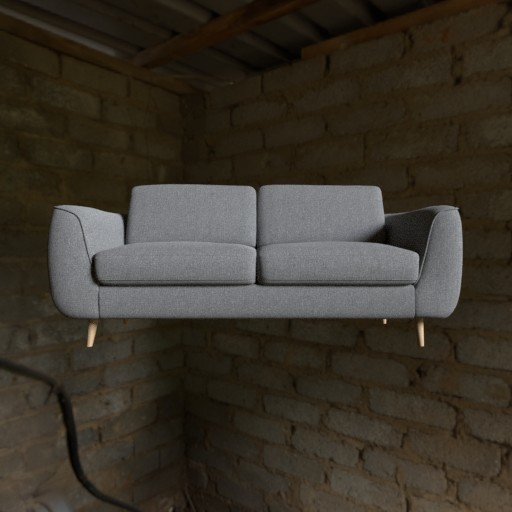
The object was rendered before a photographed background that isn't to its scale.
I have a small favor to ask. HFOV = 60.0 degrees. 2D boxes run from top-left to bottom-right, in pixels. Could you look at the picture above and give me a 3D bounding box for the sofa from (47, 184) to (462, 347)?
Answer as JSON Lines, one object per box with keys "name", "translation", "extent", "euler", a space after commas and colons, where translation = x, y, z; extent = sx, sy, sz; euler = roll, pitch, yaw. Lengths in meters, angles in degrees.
{"name": "sofa", "translation": [0.000, 0.000, 2.486], "extent": [2.000, 0.870, 0.920], "euler": [0, 1, 0]}
